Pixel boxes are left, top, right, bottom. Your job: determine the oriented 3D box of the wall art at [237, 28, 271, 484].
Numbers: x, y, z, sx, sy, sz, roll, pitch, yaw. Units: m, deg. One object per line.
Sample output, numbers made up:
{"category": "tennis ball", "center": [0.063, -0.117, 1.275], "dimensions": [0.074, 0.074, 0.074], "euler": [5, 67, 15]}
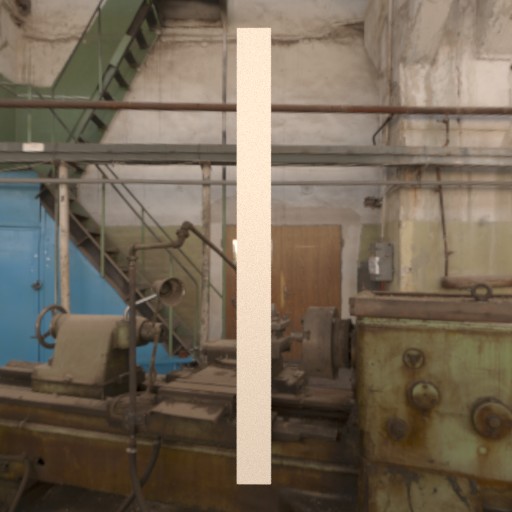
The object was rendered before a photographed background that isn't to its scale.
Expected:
{"category": "wall art", "center": [0.000, 0.000, 0.747], "dimensions": [0.038, 0.508, 0.507], "euler": [0, 0, 1]}
